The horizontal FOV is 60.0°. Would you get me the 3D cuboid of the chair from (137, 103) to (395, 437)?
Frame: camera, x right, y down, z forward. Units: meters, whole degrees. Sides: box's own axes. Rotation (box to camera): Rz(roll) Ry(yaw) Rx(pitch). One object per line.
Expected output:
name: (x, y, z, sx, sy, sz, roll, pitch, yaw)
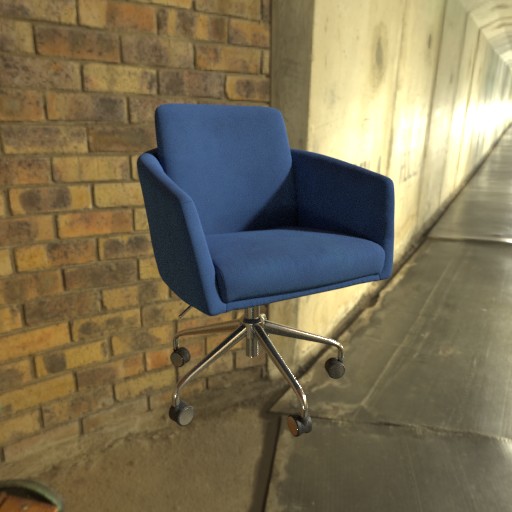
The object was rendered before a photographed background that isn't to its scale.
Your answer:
chair: (0.000, 0.000, 1.356, 0.641, 0.908, 0.635, -8, 17, -27)
